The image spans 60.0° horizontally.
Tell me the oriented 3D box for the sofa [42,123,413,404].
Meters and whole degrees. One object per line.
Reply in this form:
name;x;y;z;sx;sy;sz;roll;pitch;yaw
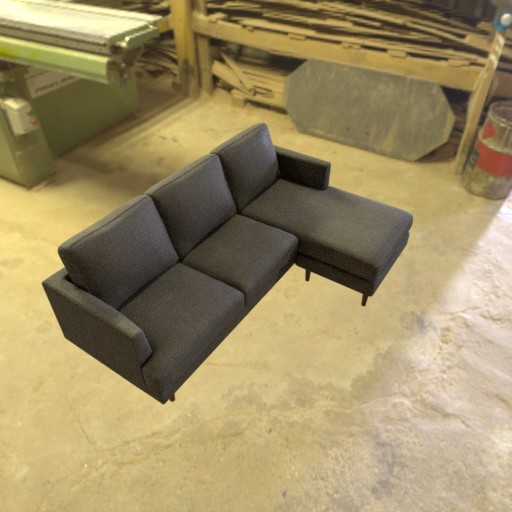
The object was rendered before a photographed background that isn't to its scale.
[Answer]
sofa;0.000;0.000;3.060;1.504;0.956;2.233;24;46;25
